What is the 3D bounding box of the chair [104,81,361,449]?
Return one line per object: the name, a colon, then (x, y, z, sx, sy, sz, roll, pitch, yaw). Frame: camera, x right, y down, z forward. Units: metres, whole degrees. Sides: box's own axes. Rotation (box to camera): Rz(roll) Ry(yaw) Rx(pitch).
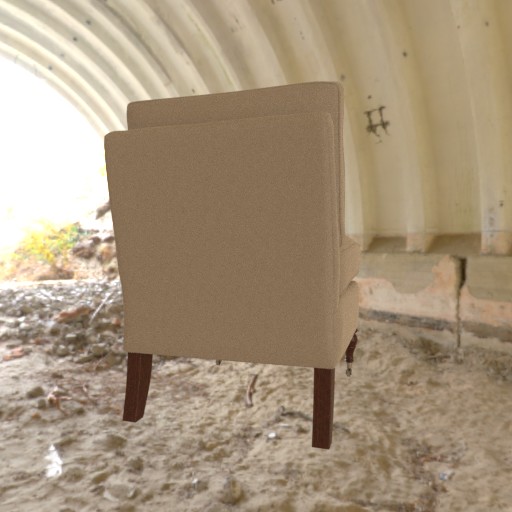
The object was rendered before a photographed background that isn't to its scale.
chair: (0.000, 0.000, 1.664, 0.724, 1.052, 0.912, 0, 1, 18)
